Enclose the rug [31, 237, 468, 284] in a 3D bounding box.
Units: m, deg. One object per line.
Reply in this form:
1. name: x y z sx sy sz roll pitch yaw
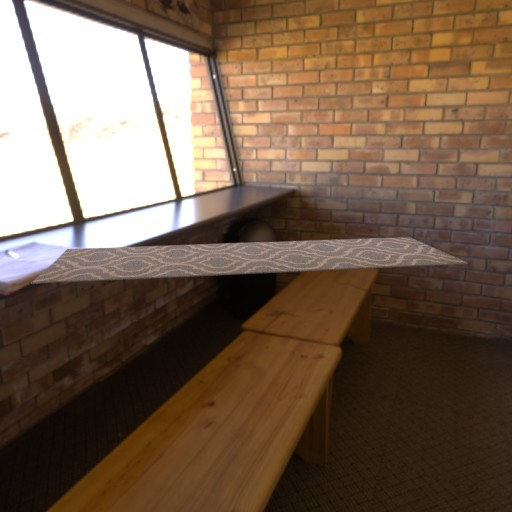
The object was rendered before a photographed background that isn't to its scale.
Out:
1. rug: 0.000 0.000 2.604 2.275 0.009 0.684 -2 15 -9
